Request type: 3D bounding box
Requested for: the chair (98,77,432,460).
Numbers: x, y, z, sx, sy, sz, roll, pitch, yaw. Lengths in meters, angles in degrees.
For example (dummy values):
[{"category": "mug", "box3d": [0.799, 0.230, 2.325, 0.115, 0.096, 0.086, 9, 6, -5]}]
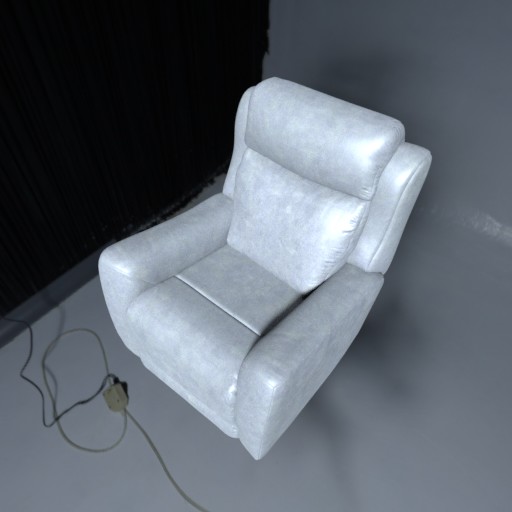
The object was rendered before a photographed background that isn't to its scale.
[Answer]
[{"category": "chair", "box3d": [0.000, 0.000, 1.907, 0.967, 1.116, 1.068, 32, 54, 26]}]
